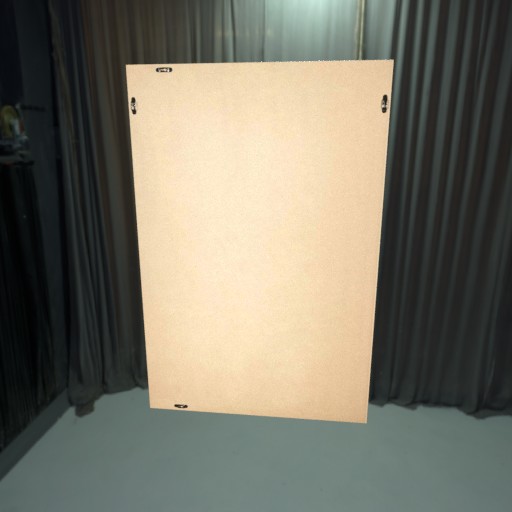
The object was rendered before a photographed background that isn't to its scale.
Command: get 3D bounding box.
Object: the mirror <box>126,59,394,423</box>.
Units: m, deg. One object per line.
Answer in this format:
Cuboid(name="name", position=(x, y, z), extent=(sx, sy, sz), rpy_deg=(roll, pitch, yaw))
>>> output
Cuboid(name="mirror", position=(0.000, 0.000, 1.135), extent=(0.609, 0.915, 0.041), rpy_deg=(2, 15, 6))
